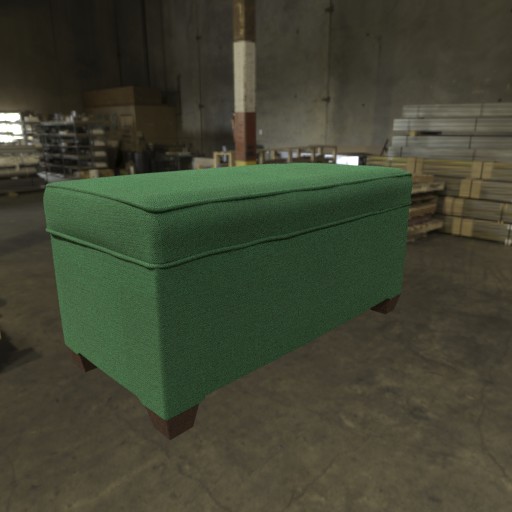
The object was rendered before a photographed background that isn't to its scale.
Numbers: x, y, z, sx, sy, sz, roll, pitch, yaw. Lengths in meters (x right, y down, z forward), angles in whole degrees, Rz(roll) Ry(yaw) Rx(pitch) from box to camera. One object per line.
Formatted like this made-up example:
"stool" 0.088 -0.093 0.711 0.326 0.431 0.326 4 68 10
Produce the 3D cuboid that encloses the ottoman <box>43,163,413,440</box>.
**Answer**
"ottoman" 0.000 0.000 1.222 0.483 0.471 0.957 15 22 42
